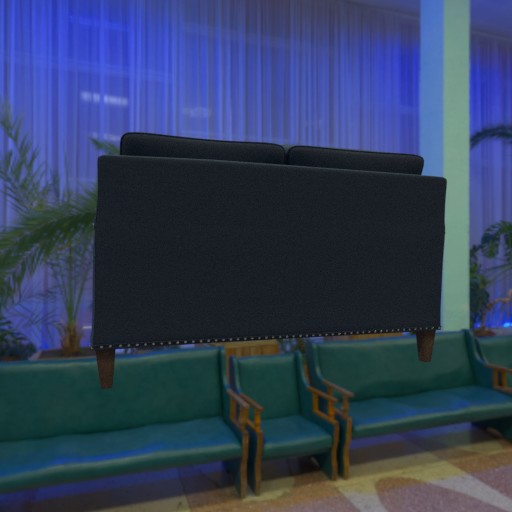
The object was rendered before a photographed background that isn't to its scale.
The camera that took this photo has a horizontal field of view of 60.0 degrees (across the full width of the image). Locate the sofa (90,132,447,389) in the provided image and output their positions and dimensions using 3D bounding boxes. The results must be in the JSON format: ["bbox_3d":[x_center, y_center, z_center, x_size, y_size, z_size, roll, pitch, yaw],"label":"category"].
[{"bbox_3d":[0.000,0.000,2.292,1.597,1.003,1.084,0,0,-17],"label":"sofa"}]
